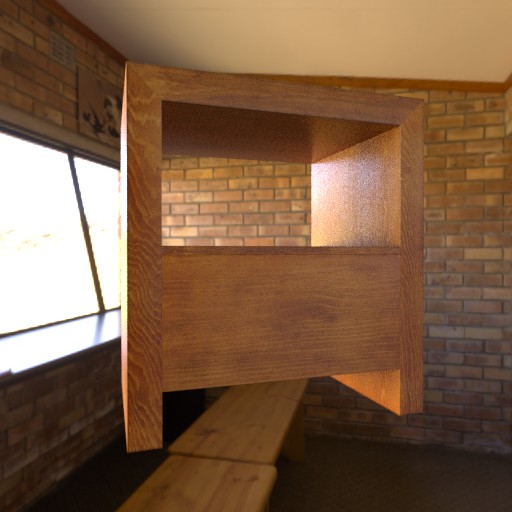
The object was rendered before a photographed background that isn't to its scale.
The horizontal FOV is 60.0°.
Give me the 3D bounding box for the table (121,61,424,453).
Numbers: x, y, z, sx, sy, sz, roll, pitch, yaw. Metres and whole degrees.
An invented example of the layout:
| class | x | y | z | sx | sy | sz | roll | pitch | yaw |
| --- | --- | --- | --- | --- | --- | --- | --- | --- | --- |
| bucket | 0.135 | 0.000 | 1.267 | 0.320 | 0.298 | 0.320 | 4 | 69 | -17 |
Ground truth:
| class | x | y | z | sx | sy | sz | roll | pitch | yaw |
| --- | --- | --- | --- | --- | --- | --- | --- | --- | --- |
| table | 0.000 | 0.000 | 0.959 | 0.550 | 0.605 | 0.400 | 0 | 1 | -18 |
